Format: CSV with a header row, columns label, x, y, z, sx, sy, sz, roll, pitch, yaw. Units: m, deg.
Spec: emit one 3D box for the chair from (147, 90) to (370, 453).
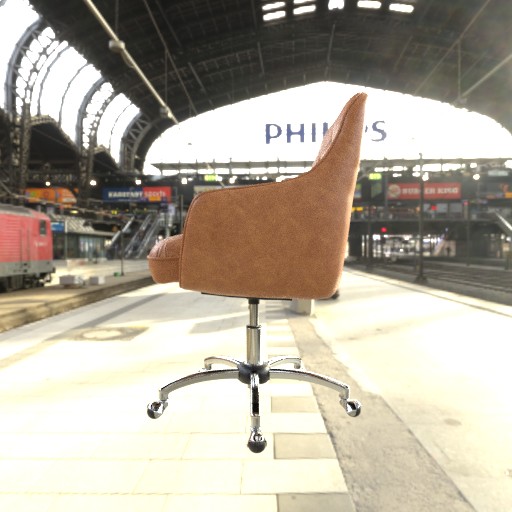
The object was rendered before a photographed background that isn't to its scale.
label,x,y,z,sx,sy,sz,roll,pitch,yaw
chair,0.000,0.000,1.320,0.615,0.909,0.628,0,1,-1
